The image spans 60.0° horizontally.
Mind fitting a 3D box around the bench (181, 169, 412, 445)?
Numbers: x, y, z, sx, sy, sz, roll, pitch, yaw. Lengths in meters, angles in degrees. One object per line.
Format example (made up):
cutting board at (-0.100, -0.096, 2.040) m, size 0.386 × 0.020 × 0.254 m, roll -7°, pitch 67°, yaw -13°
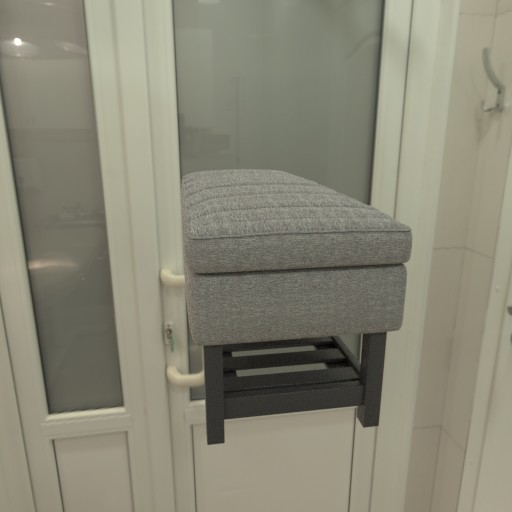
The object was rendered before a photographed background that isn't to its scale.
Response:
bench at (0.000, 0.000, 1.337) m, size 0.429 × 0.470 × 1.100 m, roll -3°, pitch 16°, yaw -9°
